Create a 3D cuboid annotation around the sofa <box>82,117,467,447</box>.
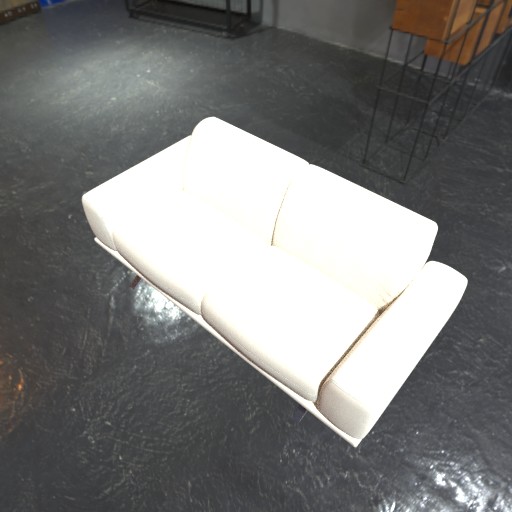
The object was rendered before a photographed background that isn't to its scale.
[{"bbox_3d":[0.000,0.000,2.376,1.901,0.772,0.900,33,55,27],"label":"sofa"}]
